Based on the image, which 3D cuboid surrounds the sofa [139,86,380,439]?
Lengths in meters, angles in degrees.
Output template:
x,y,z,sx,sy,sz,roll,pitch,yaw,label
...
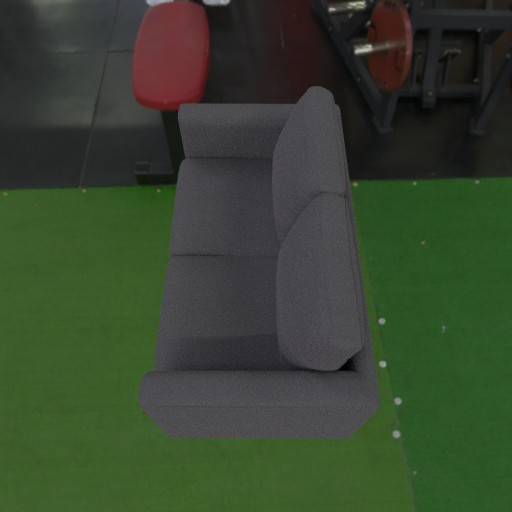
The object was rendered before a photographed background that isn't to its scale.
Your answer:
x,y,z,sx,sy,sz,roll,pitch,yaw,label
0.000,0.000,1.960,0.796,0.908,1.430,0,59,0,sofa
